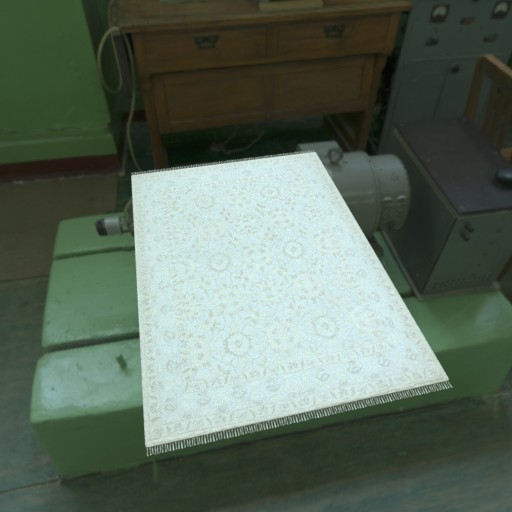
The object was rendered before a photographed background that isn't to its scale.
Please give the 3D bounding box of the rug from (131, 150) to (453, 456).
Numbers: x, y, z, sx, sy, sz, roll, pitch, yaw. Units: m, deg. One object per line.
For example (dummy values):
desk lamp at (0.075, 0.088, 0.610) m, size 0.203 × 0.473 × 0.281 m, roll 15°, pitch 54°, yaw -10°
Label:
rug at (0.000, 0.000, 2.858) m, size 1.514 × 0.011 × 2.233 m, roll -9°, pitch 46°, yaw -9°
